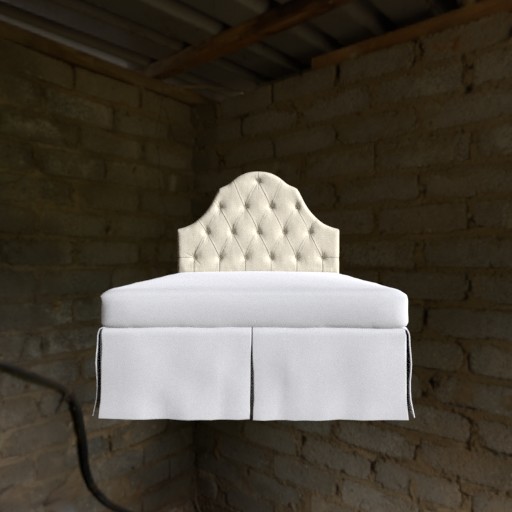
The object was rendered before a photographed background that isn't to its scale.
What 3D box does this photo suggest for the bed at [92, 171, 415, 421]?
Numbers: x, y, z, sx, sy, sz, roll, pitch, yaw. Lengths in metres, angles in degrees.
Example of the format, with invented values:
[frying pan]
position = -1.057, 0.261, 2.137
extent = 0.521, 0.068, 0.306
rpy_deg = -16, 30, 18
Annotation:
[bed]
position = 0.000, 0.000, 3.173
extent = 1.627, 1.575, 2.092
rpy_deg = 0, 0, 1
